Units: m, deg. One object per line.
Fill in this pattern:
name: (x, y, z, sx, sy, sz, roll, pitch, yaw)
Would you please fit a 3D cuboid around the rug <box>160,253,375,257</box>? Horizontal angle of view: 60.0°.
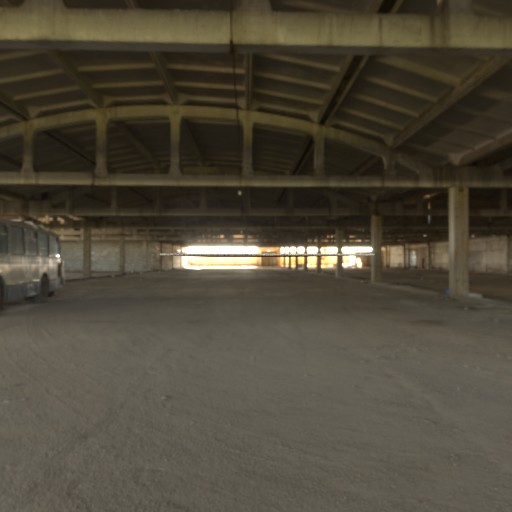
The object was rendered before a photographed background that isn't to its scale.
rug: (0.000, 0.000, 2.669, 0.706, 0.009, 2.443, 0, 0, -2)
